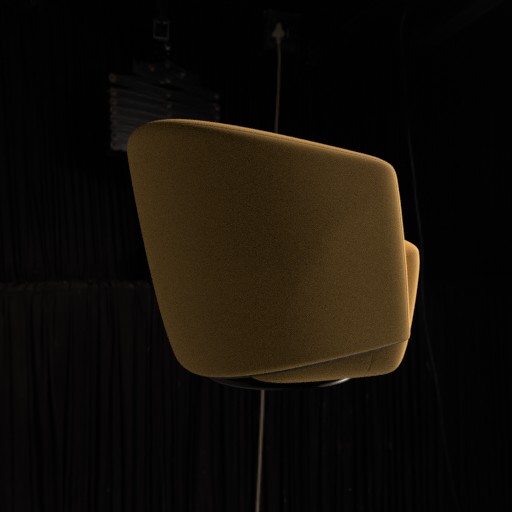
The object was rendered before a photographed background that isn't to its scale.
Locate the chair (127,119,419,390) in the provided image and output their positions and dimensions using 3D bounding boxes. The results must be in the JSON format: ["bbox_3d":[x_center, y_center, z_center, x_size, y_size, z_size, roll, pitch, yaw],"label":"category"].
[{"bbox_3d":[0.000,0.000,1.374,0.767,0.698,0.773,0,0,-16],"label":"chair"}]
